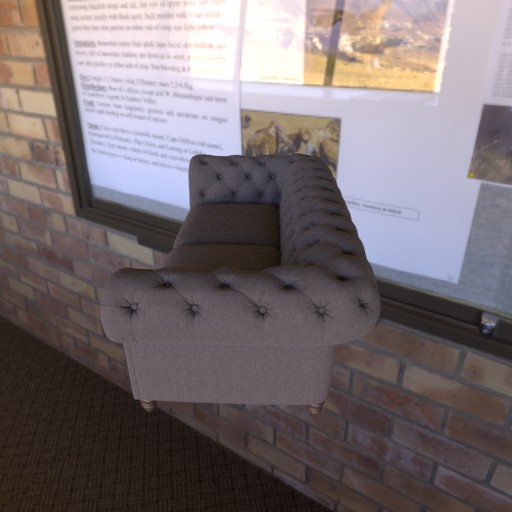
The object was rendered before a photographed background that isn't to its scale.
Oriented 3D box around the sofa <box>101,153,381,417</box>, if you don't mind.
[{"bbox_3d":[0.000,0.000,2.460,0.986,0.764,1.998,1,26,2],"label":"sofa"}]
